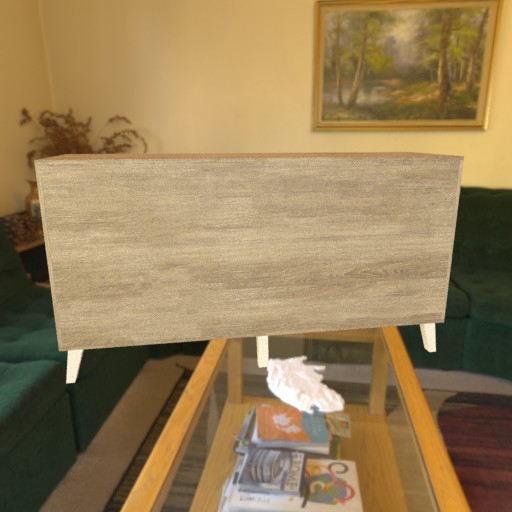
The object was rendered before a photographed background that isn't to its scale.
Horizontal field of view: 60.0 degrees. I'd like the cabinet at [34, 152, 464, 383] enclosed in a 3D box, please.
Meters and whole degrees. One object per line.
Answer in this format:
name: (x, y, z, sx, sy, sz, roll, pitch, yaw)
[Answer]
cabinet: (0.000, 0.000, 1.960, 1.600, 0.870, 0.450, -3, 16, -9)
